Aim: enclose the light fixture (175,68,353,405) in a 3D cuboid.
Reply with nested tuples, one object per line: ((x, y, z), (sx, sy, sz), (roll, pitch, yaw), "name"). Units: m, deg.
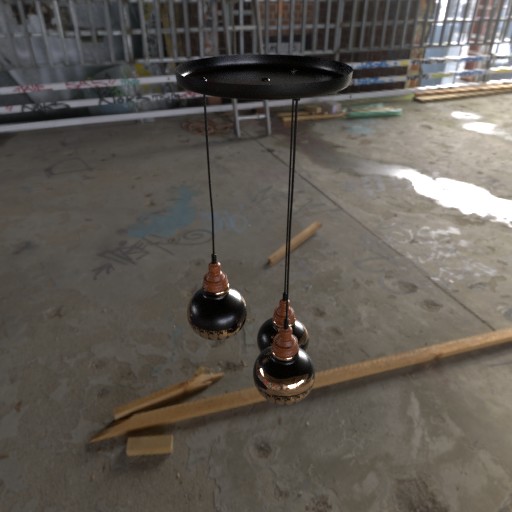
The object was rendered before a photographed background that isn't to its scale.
((0.000, 0.000, 1.777), (0.605, 1.410, 0.608), (-1, 32, -1), "light fixture")
